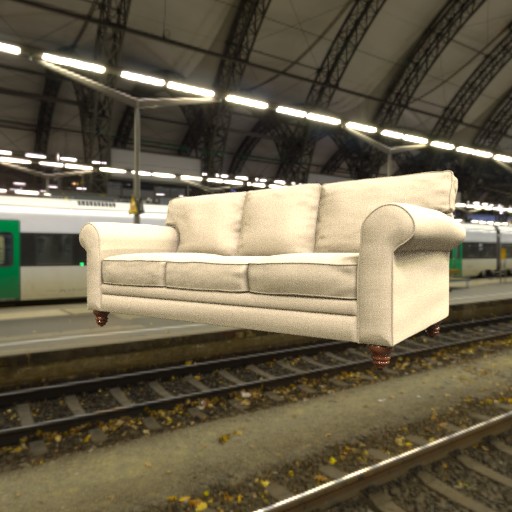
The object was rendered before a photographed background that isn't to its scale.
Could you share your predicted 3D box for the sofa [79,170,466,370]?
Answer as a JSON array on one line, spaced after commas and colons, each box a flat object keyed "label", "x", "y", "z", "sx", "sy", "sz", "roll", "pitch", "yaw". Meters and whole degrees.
[{"label": "sofa", "x": 0.000, "y": 0.000, "z": 2.605, "sx": 2.118, "sy": 0.889, "sz": 0.998, "roll": 0, "pitch": 1, "yaw": 35}]
